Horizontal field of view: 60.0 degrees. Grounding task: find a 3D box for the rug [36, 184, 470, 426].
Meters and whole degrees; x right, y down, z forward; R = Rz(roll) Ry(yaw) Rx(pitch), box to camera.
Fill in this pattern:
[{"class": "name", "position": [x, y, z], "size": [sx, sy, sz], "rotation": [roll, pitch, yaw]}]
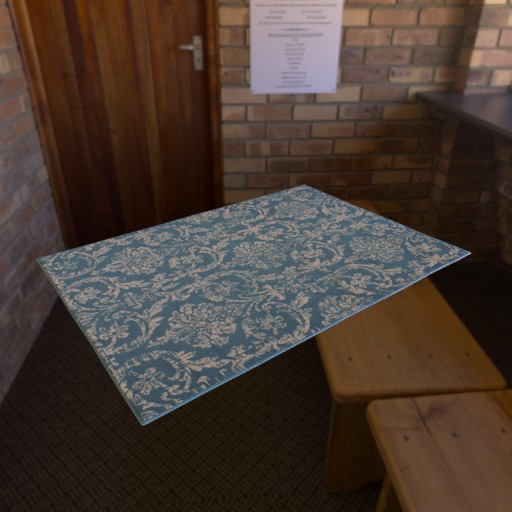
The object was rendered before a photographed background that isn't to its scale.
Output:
[{"class": "rug", "position": [0.000, 0.000, 2.745], "size": [2.205, 0.012, 1.554], "rotation": [-20, 35, -32]}]
